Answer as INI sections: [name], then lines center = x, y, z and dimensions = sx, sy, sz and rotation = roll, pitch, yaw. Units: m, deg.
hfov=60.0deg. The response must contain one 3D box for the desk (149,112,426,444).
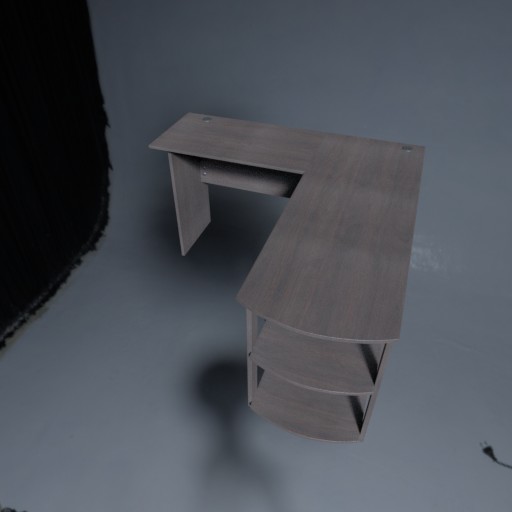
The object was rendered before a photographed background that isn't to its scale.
[desk]
center = 0.000, 0.000, 2.101
dimensions = 1.303, 0.716, 1.361
rotation = 13, 41, 15
